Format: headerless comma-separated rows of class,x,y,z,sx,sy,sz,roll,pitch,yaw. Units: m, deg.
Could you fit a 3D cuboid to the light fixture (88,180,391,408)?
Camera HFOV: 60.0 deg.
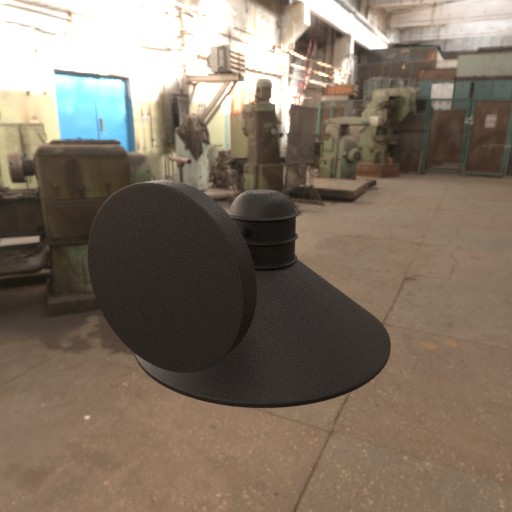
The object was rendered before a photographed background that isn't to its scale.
light fixture,0.000,0.000,0.656,0.396,0.265,0.434,9,19,27
